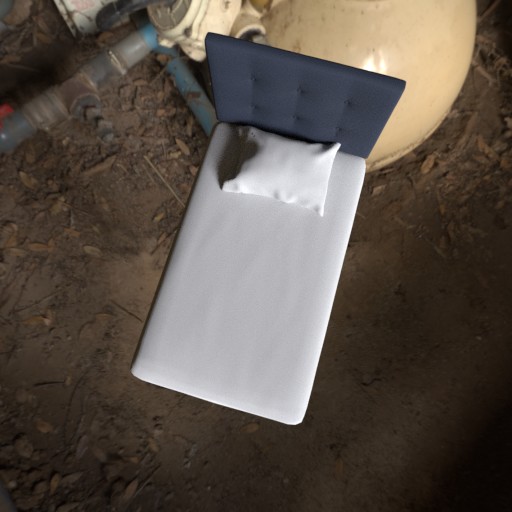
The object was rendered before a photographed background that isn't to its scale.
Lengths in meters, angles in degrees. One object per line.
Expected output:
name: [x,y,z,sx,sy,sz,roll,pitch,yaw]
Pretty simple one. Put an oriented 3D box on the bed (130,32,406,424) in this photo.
bed: [0.000,0.000,2.958,1.261,1.571,1.997,16,77,4]
